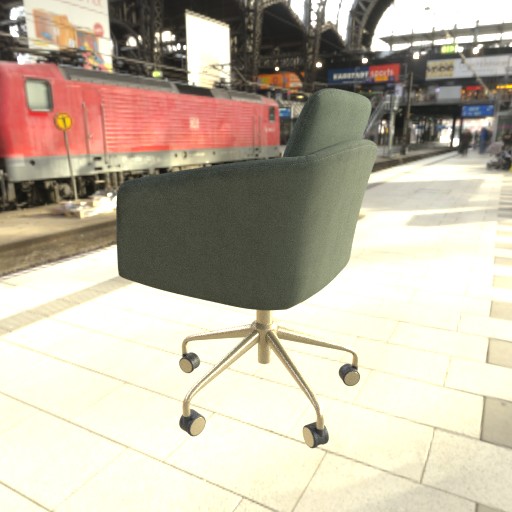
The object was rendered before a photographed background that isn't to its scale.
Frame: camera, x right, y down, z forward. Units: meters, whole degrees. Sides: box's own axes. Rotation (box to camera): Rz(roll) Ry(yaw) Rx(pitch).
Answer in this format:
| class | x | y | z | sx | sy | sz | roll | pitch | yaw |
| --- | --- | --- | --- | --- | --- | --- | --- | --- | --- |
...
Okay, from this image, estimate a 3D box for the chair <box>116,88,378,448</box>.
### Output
| class | x | y | z | sx | sy | sz | roll | pitch | yaw |
| --- | --- | --- | --- | --- | --- | --- | --- | --- | --- |
| chair | 0.000 | 0.000 | 1.343 | 0.635 | 0.908 | 0.641 | 8 | 17 | 25 |
